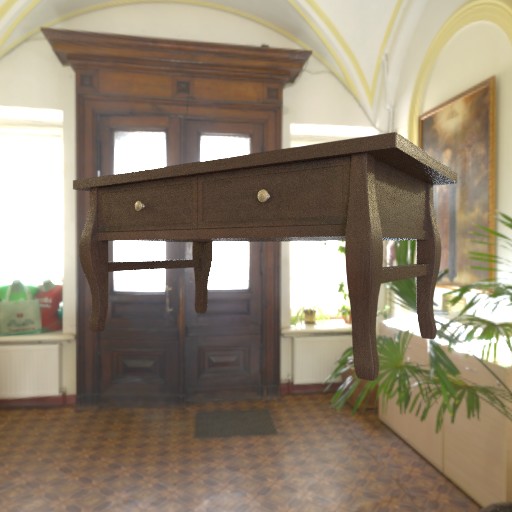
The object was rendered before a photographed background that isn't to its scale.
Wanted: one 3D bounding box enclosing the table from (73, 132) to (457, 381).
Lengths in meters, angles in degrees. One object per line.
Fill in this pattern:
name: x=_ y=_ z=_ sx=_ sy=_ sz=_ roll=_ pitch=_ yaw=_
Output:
table: x=0.000 y=0.000 z=1.395 sx=1.062 sy=0.494 sz=0.600 roll=1 pitch=1 yaw=35
